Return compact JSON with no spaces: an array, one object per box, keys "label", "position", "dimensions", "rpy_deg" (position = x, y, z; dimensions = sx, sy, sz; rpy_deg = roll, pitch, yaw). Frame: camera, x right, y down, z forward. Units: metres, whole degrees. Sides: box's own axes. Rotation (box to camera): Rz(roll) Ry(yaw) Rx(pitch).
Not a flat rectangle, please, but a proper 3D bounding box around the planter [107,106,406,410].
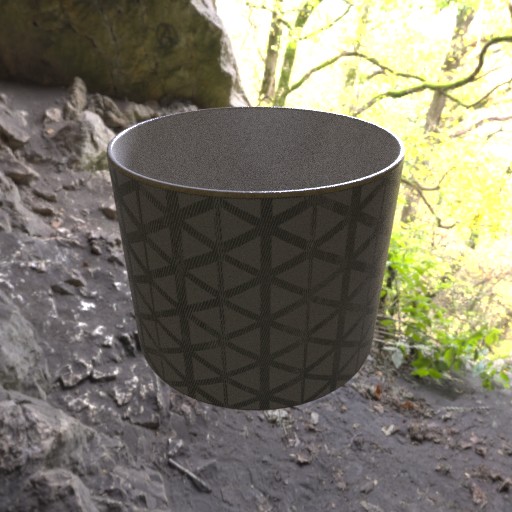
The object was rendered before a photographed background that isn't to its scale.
[{"label":"planter","position":[0.000,0.000,0.338],"dimensions":[0.190,0.181,0.190],"rpy_deg":[0,31,0]}]
